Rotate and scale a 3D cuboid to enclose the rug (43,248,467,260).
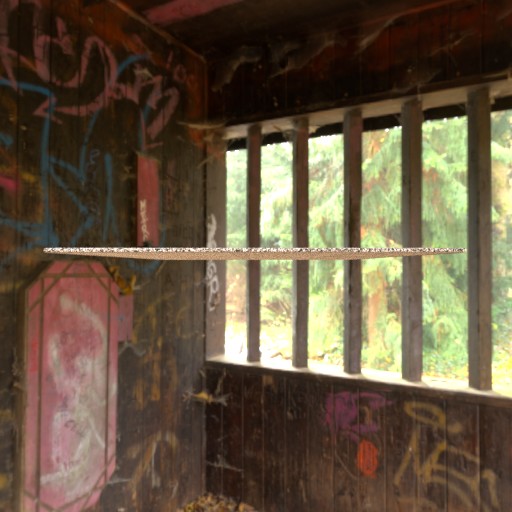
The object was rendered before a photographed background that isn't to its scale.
[{"bbox_3d":[0.000,0.000,4.045,2.438,0.029,3.047,0,-1,0],"label":"rug"}]
